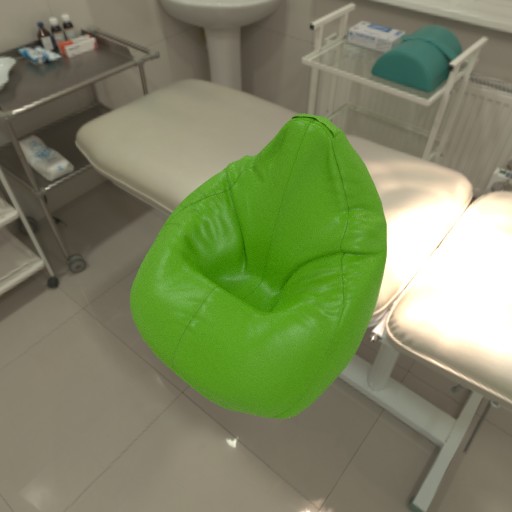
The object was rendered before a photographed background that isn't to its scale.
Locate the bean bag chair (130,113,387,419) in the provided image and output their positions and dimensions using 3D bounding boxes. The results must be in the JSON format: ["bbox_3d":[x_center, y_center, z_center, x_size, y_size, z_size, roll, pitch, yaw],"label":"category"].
[{"bbox_3d":[0.000,0.000,1.918,1.070,0.990,1.070,31,54,26],"label":"bean bag chair"}]
